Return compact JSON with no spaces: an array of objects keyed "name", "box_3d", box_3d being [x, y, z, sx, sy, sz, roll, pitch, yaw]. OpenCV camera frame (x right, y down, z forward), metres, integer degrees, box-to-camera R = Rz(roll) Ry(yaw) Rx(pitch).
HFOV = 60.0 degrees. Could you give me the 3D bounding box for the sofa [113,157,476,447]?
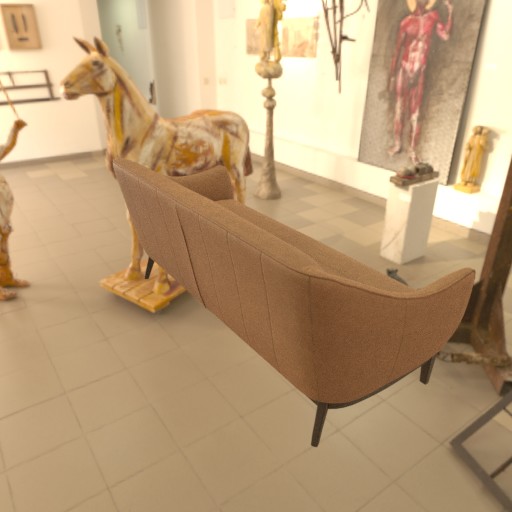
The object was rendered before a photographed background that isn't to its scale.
[{"name":"sofa","box_3d":[0.000,0.000,2.336,0.869,0.830,1.928,-18,32,-32]}]
